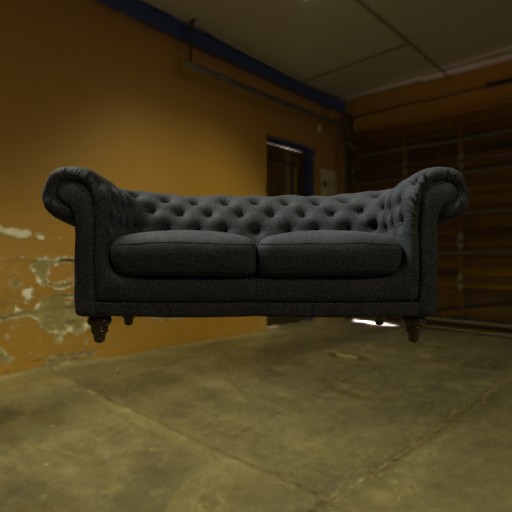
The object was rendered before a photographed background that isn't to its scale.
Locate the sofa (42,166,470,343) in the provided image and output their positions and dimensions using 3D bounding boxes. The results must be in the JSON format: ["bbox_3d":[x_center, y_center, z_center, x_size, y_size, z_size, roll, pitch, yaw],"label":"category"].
[{"bbox_3d":[0.000,0.000,2.517,1.988,0.833,1.082,0,-1,0],"label":"sofa"}]
